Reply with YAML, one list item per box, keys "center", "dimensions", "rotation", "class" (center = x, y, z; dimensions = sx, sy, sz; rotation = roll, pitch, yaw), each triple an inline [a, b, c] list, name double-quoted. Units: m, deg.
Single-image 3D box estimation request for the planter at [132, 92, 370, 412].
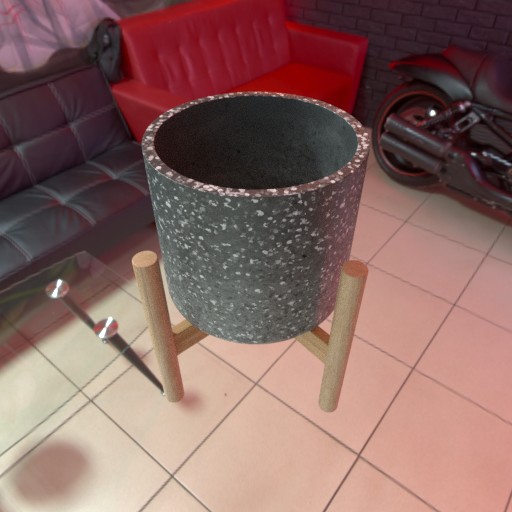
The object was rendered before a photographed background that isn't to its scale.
- center: [0.000, 0.000, 0.544]
  dimensions: [0.284, 0.320, 0.284]
  rotation: [-12, 43, -14]
  class: "planter"
